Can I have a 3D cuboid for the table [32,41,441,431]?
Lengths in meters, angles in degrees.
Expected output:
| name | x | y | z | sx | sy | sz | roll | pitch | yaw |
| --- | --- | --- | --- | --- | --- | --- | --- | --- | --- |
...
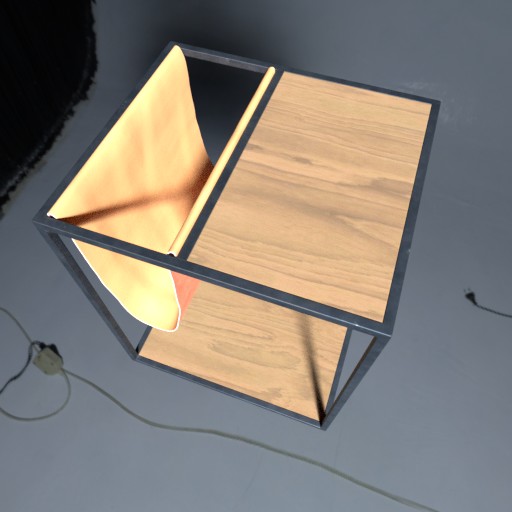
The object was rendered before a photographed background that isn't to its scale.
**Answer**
| name | x | y | z | sx | sy | sz | roll | pitch | yaw |
| --- | --- | --- | --- | --- | --- | --- | --- | --- | --- |
| table | 0.000 | 0.000 | 0.832 | 0.450 | 0.536 | 0.399 | 17 | 60 | 10 |
